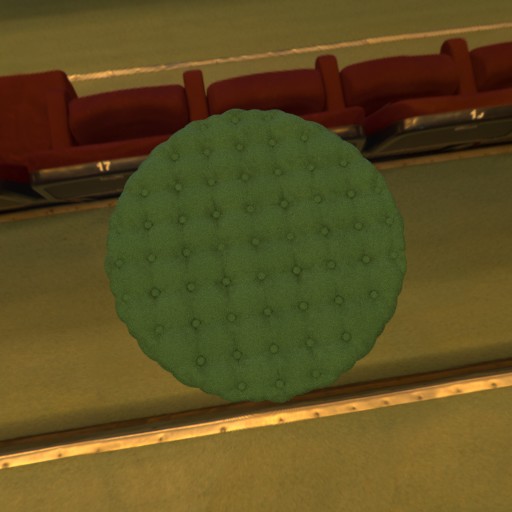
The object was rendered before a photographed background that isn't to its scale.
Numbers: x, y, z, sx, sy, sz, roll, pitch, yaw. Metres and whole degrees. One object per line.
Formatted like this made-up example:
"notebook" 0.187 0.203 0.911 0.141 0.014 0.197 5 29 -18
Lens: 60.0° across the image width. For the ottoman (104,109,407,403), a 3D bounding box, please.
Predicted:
"ottoman" 0.000 0.000 1.595 0.998 0.399 0.998 0 75 0
